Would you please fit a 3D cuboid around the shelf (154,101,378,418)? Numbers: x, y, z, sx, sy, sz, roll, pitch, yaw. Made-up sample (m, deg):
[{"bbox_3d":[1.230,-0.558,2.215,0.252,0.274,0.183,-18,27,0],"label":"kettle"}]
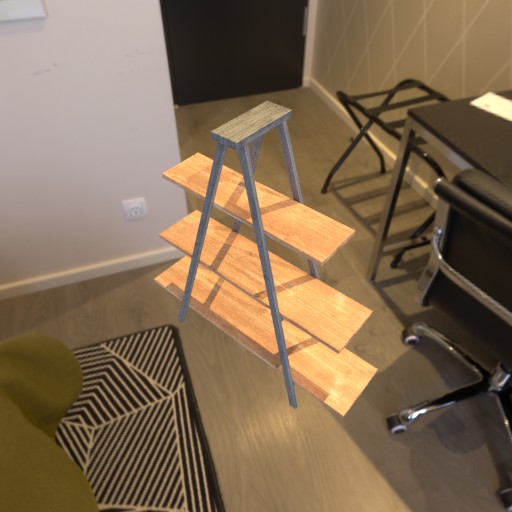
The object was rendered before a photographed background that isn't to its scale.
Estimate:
[{"bbox_3d":[0.000,0.000,2.750,1.746,1.808,0.508,31,52,27],"label":"shelf"}]
